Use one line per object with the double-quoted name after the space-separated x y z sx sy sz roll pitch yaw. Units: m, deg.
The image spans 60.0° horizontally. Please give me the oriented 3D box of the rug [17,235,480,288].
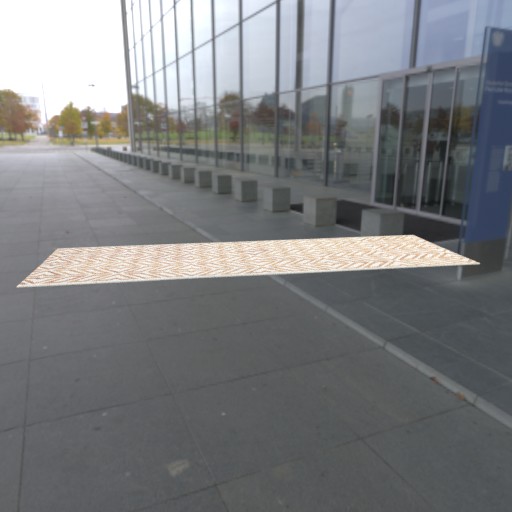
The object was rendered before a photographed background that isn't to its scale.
0.000 0.000 2.656 2.435 0.009 0.750 -2 15 -9 "rug"
